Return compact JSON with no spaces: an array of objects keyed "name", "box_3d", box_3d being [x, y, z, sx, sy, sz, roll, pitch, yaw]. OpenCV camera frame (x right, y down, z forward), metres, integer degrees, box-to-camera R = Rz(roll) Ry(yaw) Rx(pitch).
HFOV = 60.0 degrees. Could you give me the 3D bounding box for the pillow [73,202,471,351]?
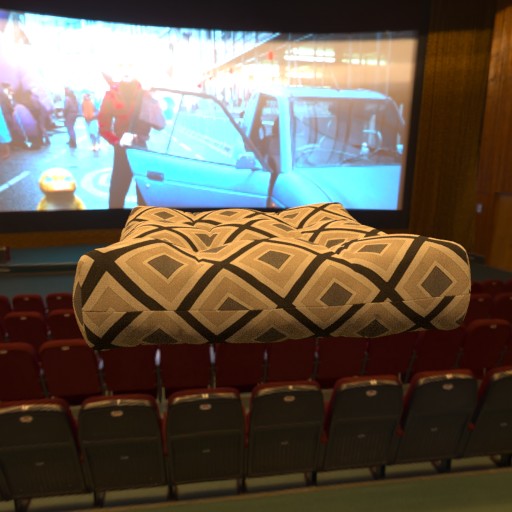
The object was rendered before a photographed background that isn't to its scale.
[{"name":"pillow","box_3d":[0.000,0.000,0.720,0.468,0.128,0.490,-2,13,-8]}]
